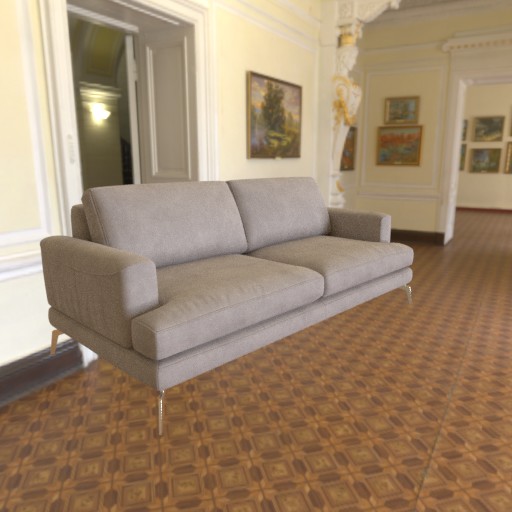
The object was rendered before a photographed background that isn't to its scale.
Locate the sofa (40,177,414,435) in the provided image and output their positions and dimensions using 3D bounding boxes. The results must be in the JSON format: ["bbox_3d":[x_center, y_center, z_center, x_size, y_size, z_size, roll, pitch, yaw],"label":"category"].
[{"bbox_3d":[0.000,0.000,2.502,0.980,0.830,2.013,12,17,43],"label":"sofa"}]
